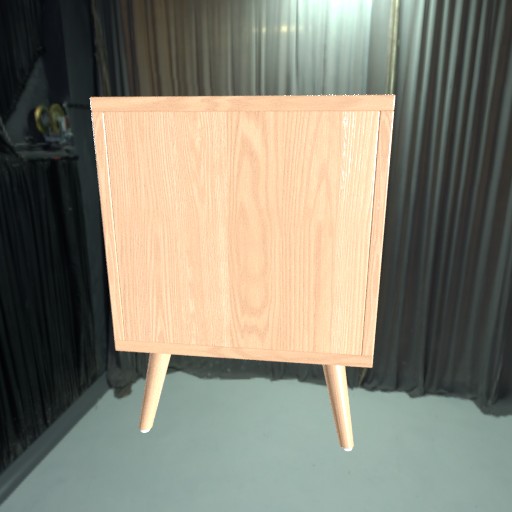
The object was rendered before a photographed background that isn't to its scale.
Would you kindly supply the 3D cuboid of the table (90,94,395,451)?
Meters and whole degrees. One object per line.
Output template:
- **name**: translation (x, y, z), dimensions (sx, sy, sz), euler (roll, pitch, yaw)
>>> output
- **table**: translation (0.000, 0.000, 0.841), dimensions (0.400, 0.550, 0.400), euler (2, 17, 7)
